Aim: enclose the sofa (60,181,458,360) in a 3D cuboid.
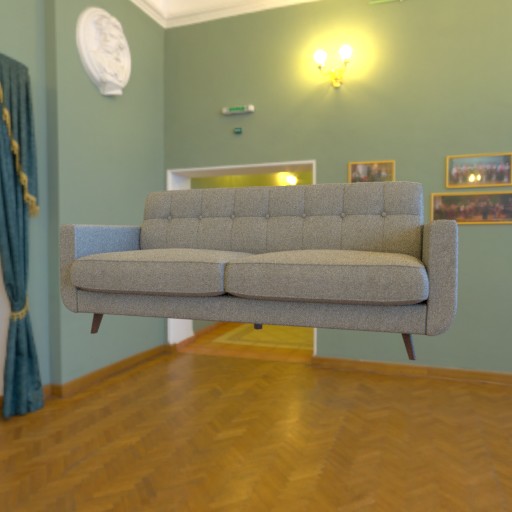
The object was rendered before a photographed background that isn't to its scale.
[{"bbox_3d":[0.000,0.000,2.560,2.055,0.873,0.968,1,2,19],"label":"sofa"}]
